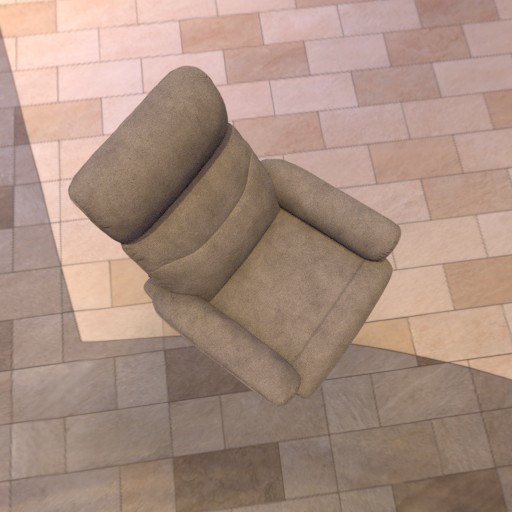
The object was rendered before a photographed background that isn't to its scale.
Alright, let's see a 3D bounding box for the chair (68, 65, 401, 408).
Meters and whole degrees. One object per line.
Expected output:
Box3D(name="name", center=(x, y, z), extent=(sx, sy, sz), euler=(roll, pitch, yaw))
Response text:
Box3D(name="chair", center=(0.000, 0.000, 1.738), extent=(1.009, 1.036, 0.830), euler=(35, 77, 9))
